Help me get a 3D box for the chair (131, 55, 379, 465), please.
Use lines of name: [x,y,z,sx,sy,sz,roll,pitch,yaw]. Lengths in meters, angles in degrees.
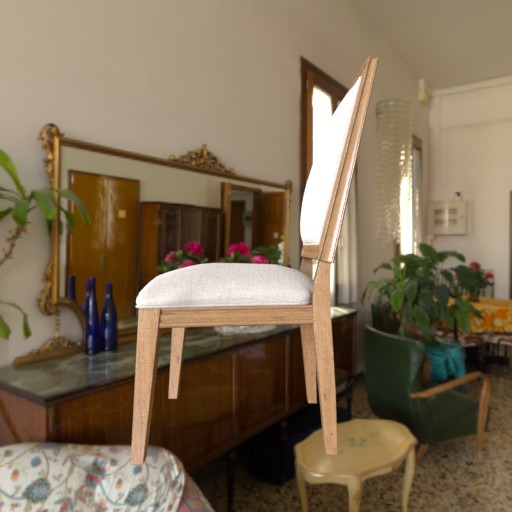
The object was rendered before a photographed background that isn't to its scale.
chair: [0.000,0.000,1.298,0.601,0.988,0.536,0,1,0]
